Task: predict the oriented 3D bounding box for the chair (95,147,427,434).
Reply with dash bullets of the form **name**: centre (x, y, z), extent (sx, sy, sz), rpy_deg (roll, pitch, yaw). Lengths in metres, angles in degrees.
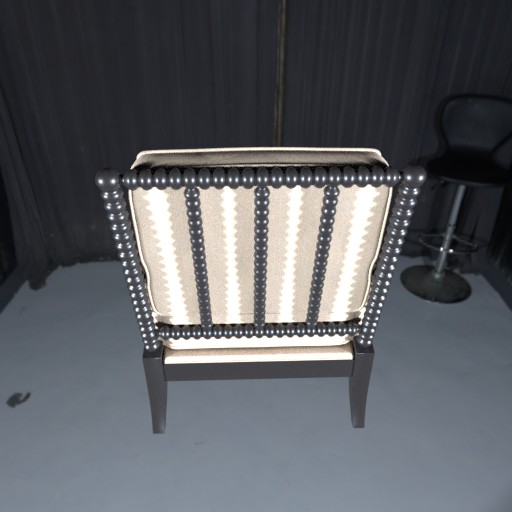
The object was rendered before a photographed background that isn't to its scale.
- **chair**: centre (0.000, 0.000, 1.137), extent (0.555, 0.703, 0.657), rpy_deg (-1, 31, -2)
